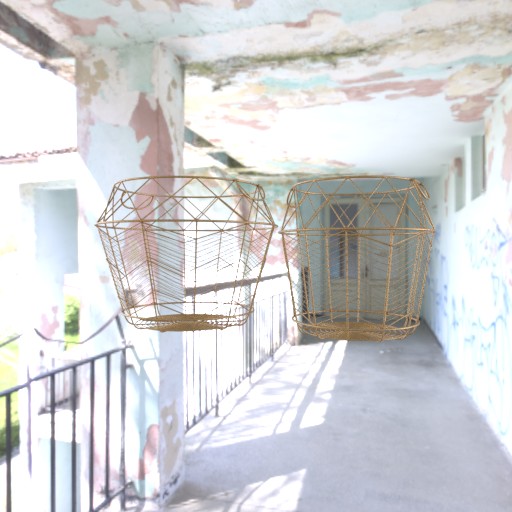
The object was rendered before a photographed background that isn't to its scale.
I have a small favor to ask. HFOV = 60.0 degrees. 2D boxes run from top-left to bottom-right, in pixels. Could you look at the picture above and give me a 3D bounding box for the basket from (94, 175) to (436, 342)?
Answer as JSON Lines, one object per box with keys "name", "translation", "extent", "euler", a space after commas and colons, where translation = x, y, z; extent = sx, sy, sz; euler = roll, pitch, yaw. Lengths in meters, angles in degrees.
{"name": "basket", "translation": [0.000, 0.000, 1.067], "extent": [0.805, 0.343, 0.451], "euler": [0, 1, 17]}
